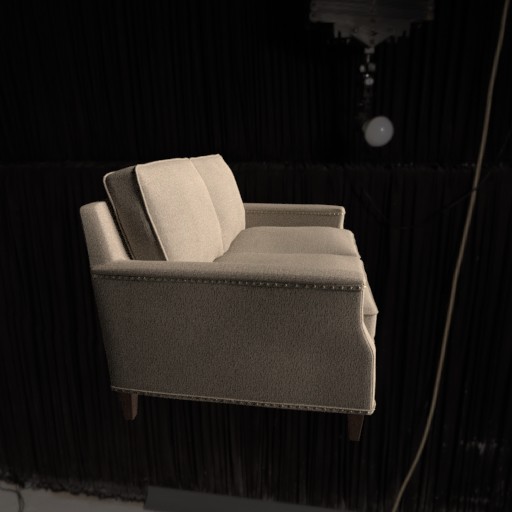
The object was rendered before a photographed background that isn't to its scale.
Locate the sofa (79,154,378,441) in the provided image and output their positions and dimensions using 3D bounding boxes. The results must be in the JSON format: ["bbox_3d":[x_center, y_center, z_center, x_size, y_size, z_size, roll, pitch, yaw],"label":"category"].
[{"bbox_3d":[0.000,0.000,2.295,1.084,1.003,1.597,2,15,8],"label":"sofa"}]
